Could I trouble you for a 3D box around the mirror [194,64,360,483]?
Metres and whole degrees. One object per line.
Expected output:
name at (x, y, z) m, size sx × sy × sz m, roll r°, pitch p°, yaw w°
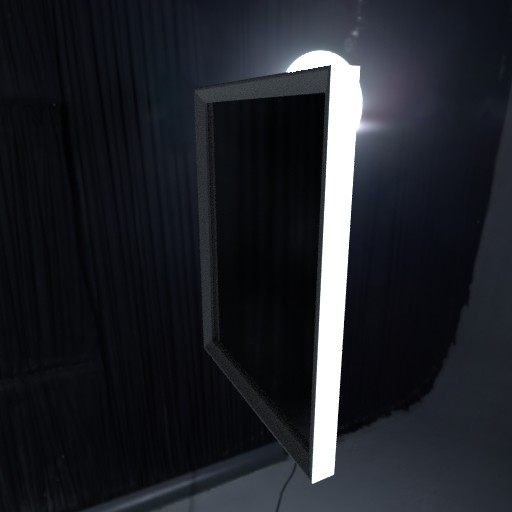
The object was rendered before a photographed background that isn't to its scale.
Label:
mirror at (0.000, 0.000, 0.688) m, size 0.041 × 0.509 × 0.406 m, roll -8°, pitch 19°, yaw -25°
